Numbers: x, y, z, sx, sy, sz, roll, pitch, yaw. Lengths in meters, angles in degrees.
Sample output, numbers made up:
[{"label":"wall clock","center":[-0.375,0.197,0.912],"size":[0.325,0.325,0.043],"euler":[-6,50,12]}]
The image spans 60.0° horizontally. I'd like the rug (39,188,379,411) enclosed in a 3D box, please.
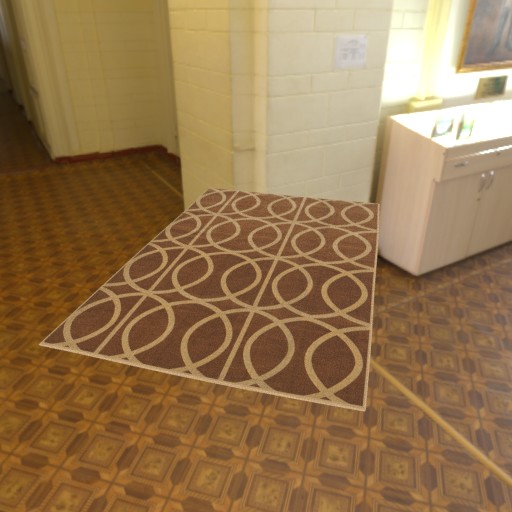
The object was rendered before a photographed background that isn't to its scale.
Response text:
[{"label":"rug","center":[0.000,0.000,2.894],"size":[1.528,0.014,2.294],"euler":[7,29,13]}]
